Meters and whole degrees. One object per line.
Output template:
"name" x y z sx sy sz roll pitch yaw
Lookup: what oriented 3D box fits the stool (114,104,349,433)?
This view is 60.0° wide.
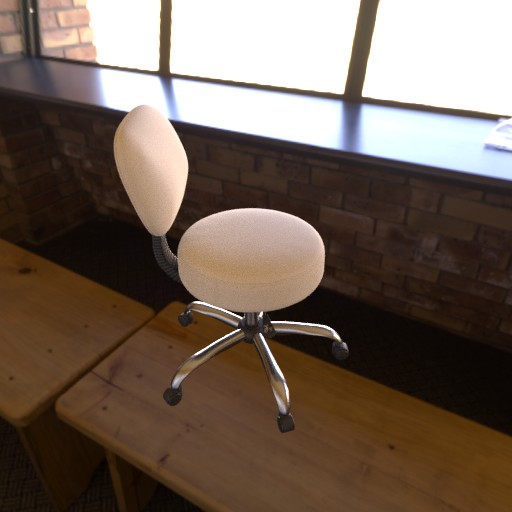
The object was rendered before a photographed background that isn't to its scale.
"stool" 0.000 0.000 1.269 0.616 0.810 0.609 0 33 -1
